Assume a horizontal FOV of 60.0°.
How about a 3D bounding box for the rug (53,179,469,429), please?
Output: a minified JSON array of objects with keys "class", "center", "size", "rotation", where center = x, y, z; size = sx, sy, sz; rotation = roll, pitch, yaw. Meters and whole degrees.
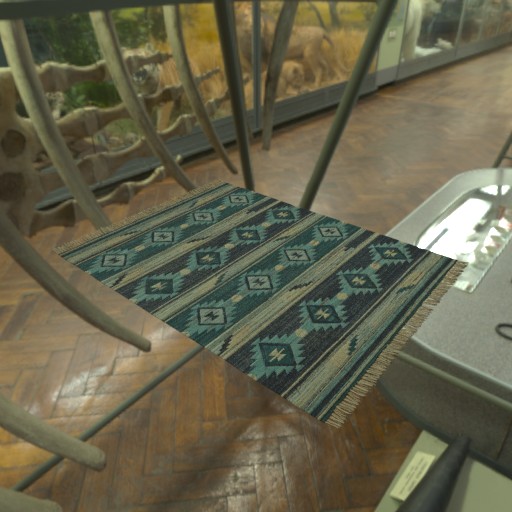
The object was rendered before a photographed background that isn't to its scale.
[{"class":"rug","center":[0.000,0.000,4.312],"size":[3.307,0.047,2.418],"rotation":[24,39,33]}]
